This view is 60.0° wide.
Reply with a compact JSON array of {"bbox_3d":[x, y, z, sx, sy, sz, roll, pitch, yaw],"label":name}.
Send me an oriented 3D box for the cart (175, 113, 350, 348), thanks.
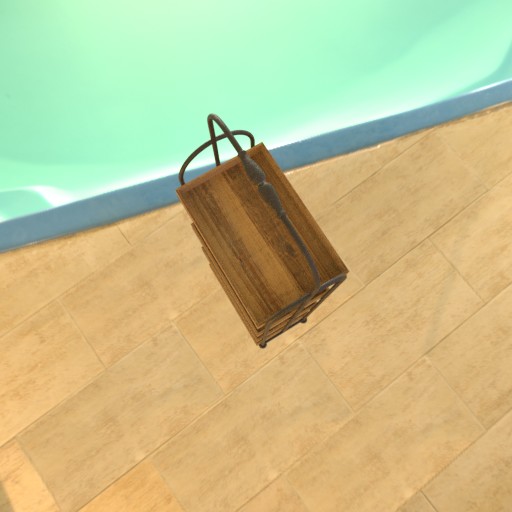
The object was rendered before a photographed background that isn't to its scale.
[{"bbox_3d":[0.000,0.000,1.676,0.308,1.481,0.581,-30,78,-7],"label":"cart"}]
